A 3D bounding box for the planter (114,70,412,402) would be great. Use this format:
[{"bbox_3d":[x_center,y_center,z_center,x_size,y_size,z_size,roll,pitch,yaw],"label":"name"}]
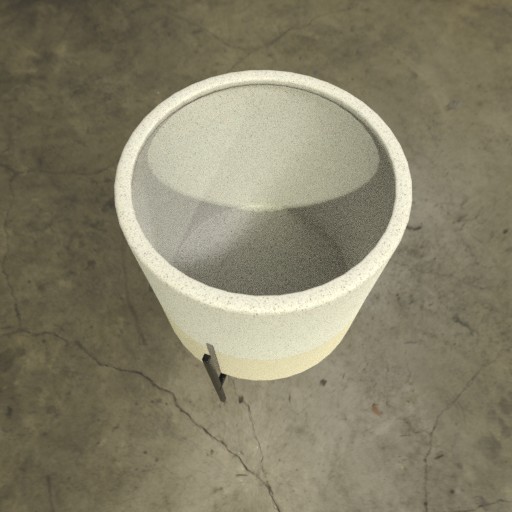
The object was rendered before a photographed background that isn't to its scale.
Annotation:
[{"bbox_3d":[0.000,0.000,0.653,0.313,0.423,0.335,-36,69,-16],"label":"planter"}]
